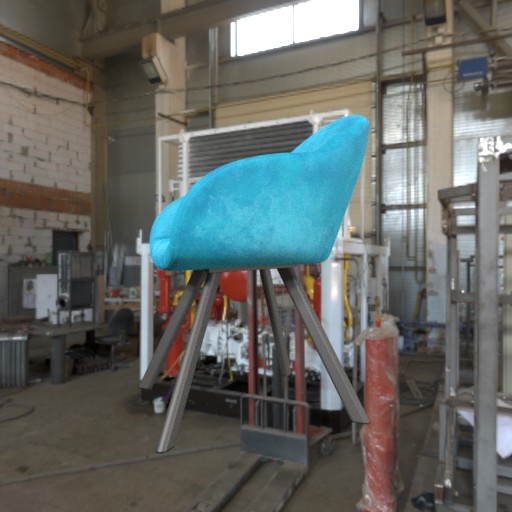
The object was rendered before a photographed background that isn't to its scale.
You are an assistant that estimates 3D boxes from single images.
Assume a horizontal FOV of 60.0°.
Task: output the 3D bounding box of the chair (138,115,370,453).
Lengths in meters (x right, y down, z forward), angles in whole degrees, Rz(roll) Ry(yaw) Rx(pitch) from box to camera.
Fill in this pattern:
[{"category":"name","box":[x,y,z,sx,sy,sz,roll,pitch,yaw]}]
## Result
[{"category":"chair","box":[0.000,0.000,1.216,0.590,0.795,0.550,0,0,-19]}]
